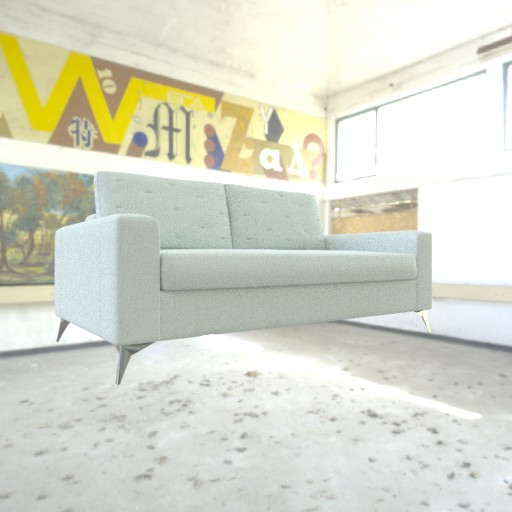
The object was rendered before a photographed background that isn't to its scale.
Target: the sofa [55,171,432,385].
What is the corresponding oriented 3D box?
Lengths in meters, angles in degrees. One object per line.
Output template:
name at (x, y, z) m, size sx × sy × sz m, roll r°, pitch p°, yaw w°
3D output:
sofa at (0.000, 0.000, 2.154) m, size 1.650 × 0.790 × 0.920 m, roll 0°, pitch 0°, yaw -36°
